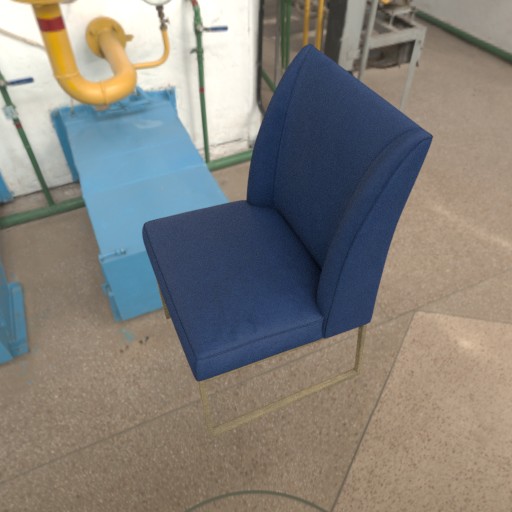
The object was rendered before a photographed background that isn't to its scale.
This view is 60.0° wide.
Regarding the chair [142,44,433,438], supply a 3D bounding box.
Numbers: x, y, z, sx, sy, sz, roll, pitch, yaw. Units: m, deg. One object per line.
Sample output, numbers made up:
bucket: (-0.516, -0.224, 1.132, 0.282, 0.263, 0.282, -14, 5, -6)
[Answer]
chair: (0.000, 0.000, 1.183, 0.522, 0.863, 0.508, -18, 49, -16)
